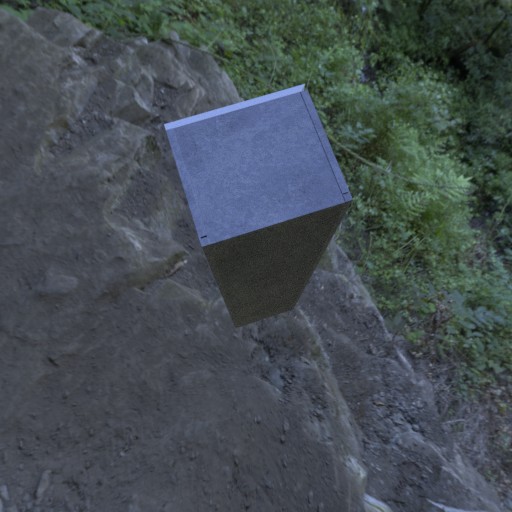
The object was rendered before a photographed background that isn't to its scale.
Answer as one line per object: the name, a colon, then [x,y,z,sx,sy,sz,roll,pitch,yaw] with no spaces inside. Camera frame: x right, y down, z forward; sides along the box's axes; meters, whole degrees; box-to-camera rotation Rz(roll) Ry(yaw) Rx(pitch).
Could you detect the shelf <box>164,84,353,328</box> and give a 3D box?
shelf: [0.000,0.000,1.540,0.300,1.400,0.270,-18,75,-5]
